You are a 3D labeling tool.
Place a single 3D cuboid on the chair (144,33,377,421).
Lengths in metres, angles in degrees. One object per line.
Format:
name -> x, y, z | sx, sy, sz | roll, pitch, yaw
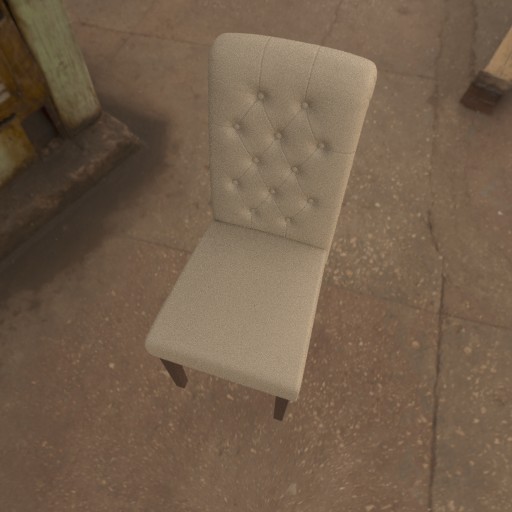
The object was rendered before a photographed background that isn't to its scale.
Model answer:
chair -> 0.000, 0.000, 1.322 | 0.456, 1.006, 0.671 | 15, 59, 10
